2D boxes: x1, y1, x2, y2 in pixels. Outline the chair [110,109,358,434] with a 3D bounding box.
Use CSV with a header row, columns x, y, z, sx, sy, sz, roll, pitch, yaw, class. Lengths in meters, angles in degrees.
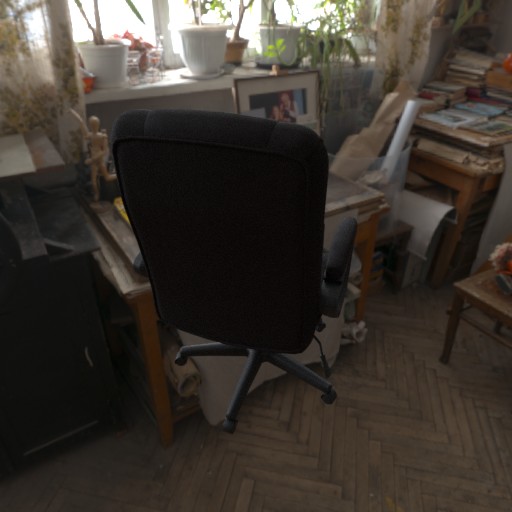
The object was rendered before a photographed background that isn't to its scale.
x,y,z,sx,sy,sz,roll,pitch,yaw,class
0.000,0.000,1.500,0.667,1.105,0.724,10,33,16,chair
